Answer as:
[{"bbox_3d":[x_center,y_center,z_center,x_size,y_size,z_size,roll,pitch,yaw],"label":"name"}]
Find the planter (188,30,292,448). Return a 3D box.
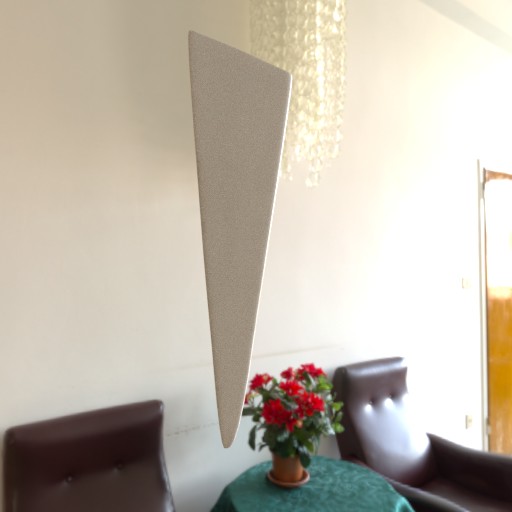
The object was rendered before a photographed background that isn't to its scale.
[{"bbox_3d":[0.000,0.000,0.386,0.065,0.338,0.143,-1,-2,19],"label":"planter"}]
